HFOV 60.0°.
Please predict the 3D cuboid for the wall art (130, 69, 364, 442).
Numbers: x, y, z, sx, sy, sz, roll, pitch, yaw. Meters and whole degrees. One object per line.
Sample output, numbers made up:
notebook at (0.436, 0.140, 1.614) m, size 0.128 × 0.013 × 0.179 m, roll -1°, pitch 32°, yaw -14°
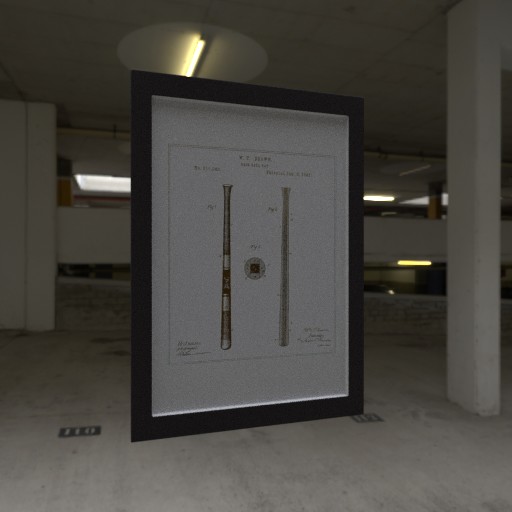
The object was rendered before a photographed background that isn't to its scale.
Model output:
wall art at (0.000, 0.000, 0.688) m, size 0.374 × 0.529 × 0.012 m, roll 0°, pitch 0°, yaw -18°
